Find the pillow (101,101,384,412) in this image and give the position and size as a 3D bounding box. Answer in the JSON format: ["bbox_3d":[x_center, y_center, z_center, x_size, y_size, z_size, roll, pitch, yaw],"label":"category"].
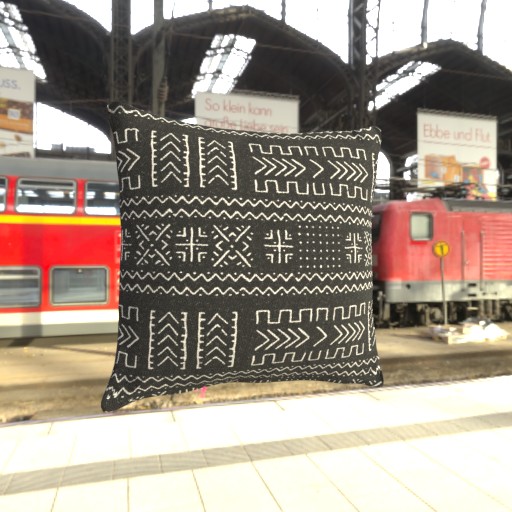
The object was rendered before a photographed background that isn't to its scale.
[{"bbox_3d":[0.000,0.000,0.666,0.438,0.430,0.164,0,-1,-18],"label":"pillow"}]
